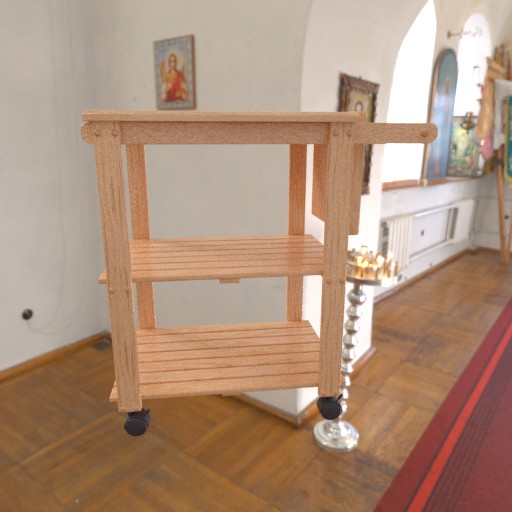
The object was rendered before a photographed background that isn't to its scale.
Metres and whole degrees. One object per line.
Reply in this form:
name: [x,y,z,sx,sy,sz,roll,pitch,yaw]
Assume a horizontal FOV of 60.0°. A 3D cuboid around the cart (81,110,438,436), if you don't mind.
cart: [0.000,0.000,1.339,0.843,0.816,0.520,-2,15,-7]
